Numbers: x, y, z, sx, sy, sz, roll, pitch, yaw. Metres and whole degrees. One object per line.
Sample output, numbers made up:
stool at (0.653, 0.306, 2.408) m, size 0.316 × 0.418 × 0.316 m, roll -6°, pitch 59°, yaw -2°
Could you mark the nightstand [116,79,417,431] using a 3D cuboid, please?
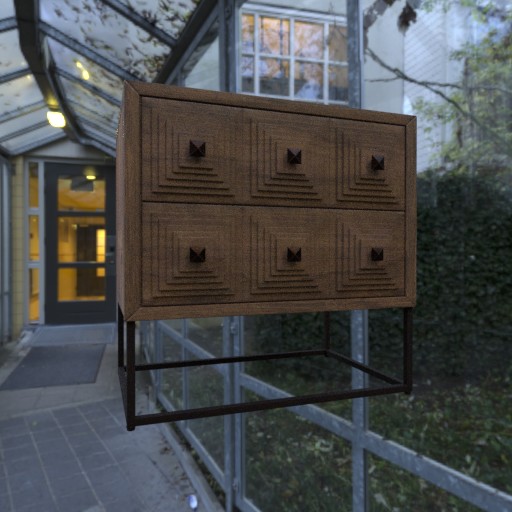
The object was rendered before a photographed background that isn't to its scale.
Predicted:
nightstand at (0.000, 0.000, 1.036) m, size 0.610 × 0.610 × 0.437 m, roll 0°, pitch 1°, yaw -20°
